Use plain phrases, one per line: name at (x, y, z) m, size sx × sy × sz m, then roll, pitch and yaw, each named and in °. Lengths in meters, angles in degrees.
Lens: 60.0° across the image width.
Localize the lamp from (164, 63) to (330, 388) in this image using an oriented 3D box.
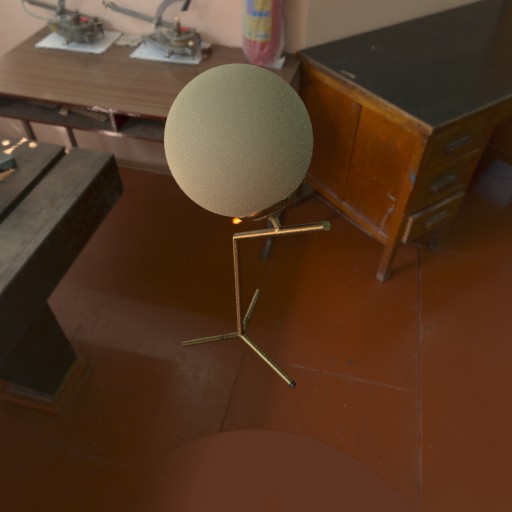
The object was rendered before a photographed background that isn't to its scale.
lamp at (0.000, 0.000, 0.679) m, size 0.210 × 0.552 × 0.251 m, roll -33°, pitch 55°, yaw -27°
